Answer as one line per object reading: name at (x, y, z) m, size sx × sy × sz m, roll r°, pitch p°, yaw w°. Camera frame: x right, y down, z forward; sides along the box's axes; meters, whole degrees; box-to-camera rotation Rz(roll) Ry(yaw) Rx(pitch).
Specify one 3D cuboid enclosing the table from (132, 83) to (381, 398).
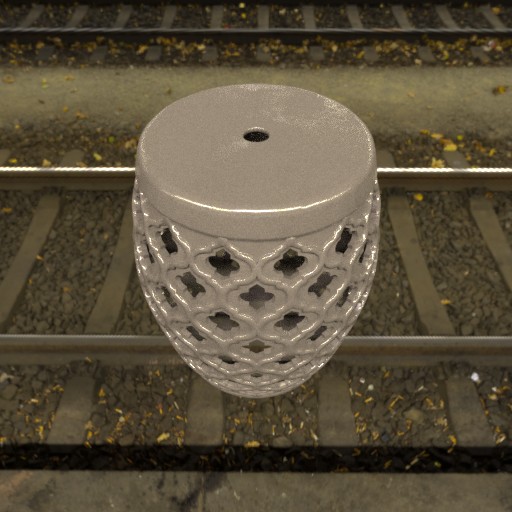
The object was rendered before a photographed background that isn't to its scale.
table at (0.000, 0.000, 0.628) m, size 0.325 × 0.388 × 0.325 m, roll 0°, pitch 46°, yaw 0°
